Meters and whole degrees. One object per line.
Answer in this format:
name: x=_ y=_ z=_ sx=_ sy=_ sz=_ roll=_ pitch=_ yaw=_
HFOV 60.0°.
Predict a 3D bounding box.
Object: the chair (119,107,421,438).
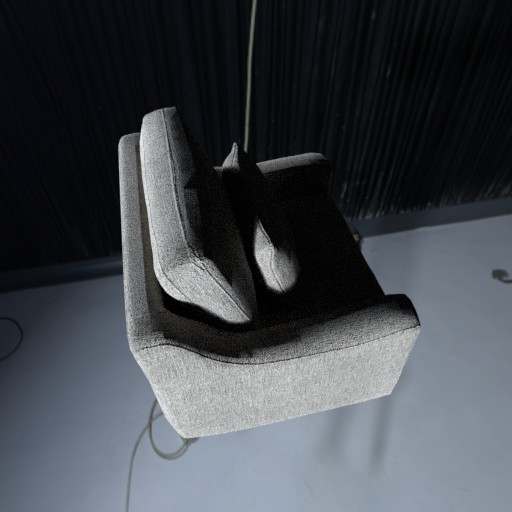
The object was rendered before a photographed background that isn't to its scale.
chair: x=0.000 y=0.000 z=1.932 sx=1.009 sy=1.037 sz=1.138 roll=-10 pitch=48 yaw=-9
